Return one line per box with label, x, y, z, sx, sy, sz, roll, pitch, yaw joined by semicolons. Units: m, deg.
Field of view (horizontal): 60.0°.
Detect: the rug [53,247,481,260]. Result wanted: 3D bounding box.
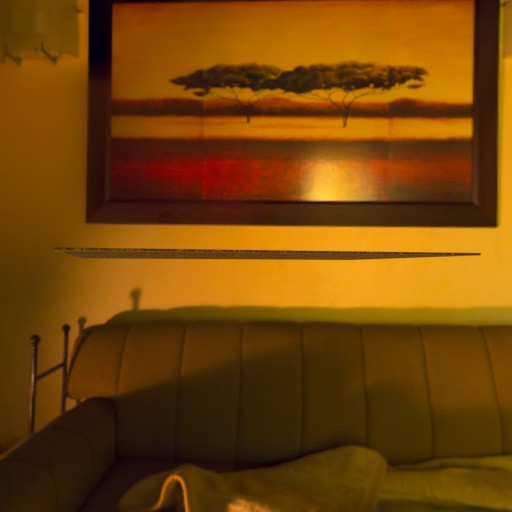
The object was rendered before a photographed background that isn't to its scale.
rug;0.000;0.000;2.319;1.808;0.011;1.189;1;-2;-18
